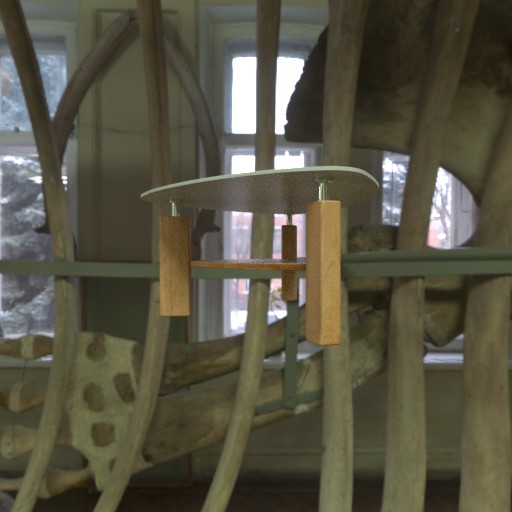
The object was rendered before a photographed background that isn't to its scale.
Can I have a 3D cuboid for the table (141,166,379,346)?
[{"bbox_3d":[0.000,0.000,1.680,0.850,0.440,1.250,0,1,0],"label":"table"}]
